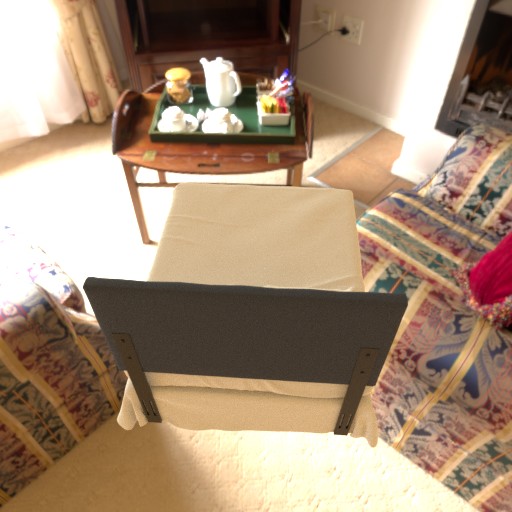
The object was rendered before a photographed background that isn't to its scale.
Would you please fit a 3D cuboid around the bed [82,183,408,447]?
[{"bbox_3d":[0.000,0.000,3.446,1.936,1.577,2.222,3,46,3],"label":"bed"}]
